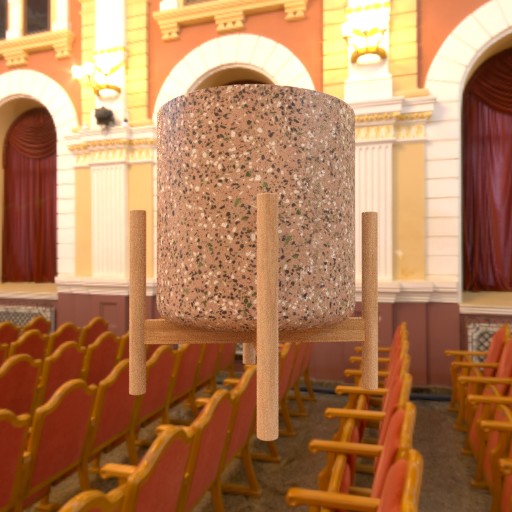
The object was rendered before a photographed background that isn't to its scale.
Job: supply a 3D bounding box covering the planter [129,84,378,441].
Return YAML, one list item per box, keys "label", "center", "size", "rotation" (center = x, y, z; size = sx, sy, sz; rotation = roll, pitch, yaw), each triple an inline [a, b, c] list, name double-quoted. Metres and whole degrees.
- label: "planter"
  center: [0.000, 0.000, 0.693]
  size: [0.360, 0.419, 0.360]
  rotation: [0, 0, 18]
